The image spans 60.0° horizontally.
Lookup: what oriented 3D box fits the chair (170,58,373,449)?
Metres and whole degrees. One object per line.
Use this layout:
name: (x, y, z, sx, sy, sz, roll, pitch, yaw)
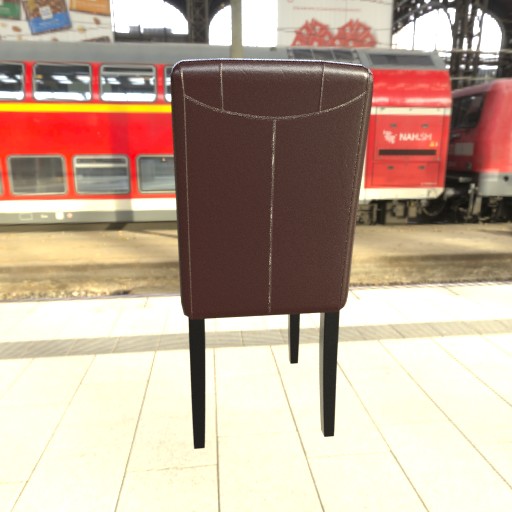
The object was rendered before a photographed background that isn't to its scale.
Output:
chair: (0.000, 0.000, 1.200, 0.399, 0.897, 0.556, -2, 14, -8)
